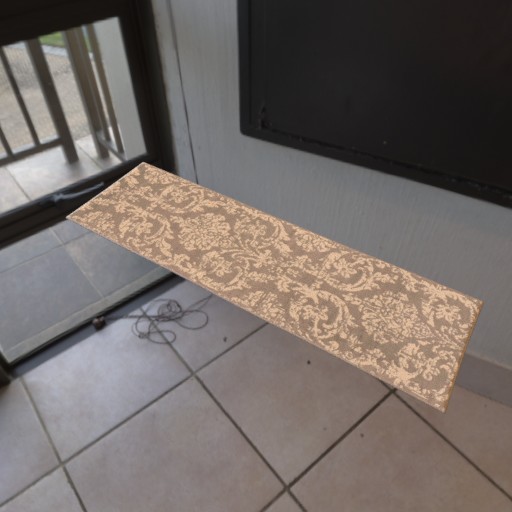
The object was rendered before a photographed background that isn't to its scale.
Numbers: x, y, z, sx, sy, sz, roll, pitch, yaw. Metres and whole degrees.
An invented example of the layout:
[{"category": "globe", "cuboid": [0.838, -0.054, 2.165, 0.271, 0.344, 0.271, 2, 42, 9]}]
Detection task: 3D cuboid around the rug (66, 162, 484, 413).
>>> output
[{"category": "rug", "cuboid": [0.000, 0.000, 2.359, 2.196, 0.011, 0.662, 25, 51, 22]}]
